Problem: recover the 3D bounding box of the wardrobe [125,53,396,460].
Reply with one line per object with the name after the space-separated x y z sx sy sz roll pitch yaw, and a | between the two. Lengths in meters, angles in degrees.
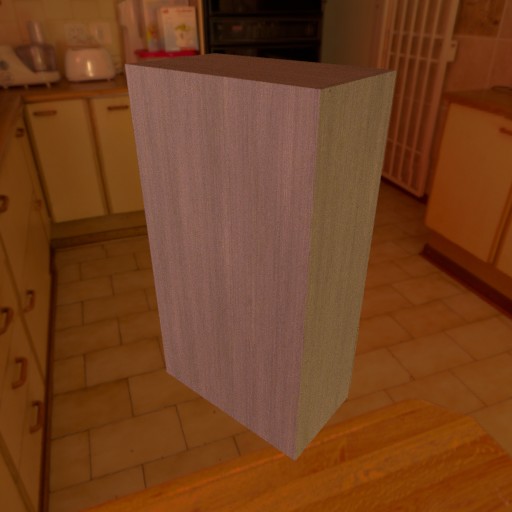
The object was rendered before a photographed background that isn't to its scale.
0.000 0.000 2.284 0.991 1.808 0.577 22 37 33 | wardrobe
